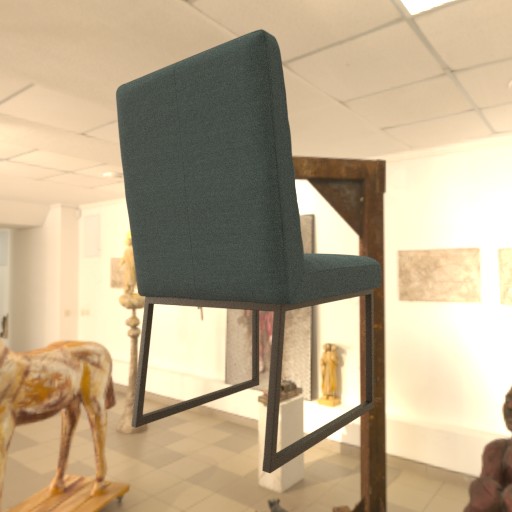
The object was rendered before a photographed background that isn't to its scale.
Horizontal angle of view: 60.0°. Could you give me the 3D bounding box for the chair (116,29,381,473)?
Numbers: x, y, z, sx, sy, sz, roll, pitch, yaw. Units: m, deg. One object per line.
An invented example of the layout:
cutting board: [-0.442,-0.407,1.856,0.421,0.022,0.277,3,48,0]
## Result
chair: [0.000,0.000,1.282,0.520,0.930,0.634,-1,-2,37]
